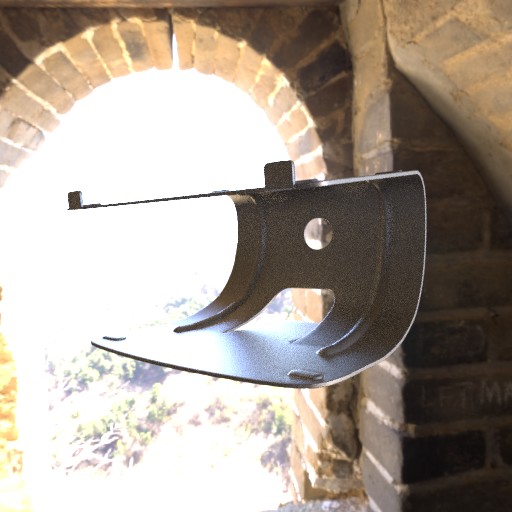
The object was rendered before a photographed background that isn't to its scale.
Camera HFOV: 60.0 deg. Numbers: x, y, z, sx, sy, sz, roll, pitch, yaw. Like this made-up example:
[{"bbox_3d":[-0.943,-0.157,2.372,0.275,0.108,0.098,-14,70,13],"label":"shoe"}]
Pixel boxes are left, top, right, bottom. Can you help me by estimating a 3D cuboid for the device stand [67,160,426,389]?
[{"bbox_3d":[0.000,0.000,0.405,0.256,0.155,0.236,1,1,37],"label":"device stand"}]
